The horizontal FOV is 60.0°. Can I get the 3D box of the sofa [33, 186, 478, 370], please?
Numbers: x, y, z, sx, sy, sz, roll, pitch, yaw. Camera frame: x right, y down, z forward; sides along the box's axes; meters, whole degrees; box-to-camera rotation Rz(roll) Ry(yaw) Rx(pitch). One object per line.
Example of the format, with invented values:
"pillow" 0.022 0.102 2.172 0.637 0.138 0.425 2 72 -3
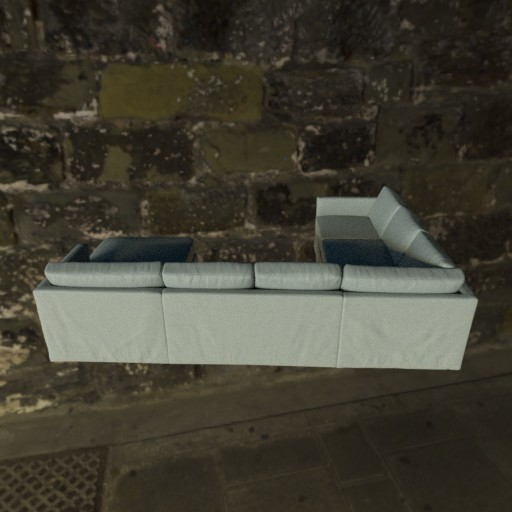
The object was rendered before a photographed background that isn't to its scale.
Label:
"sofa" 0.000 0.000 4.583 3.460 0.882 2.427 1 26 2
